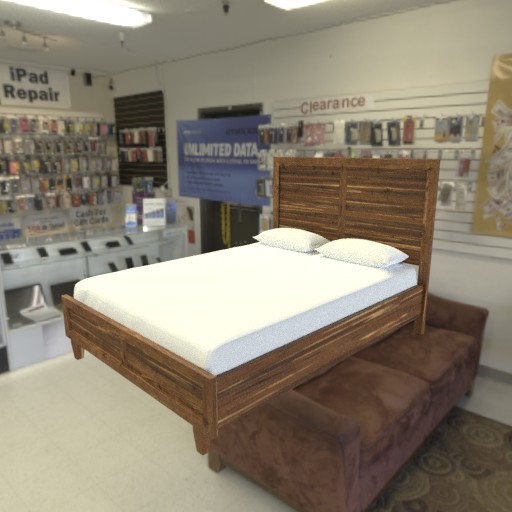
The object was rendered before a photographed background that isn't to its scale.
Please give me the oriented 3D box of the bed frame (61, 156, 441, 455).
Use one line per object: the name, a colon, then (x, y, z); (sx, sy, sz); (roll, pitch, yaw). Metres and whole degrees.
bed frame: (0.000, 0.000, 3.337); (2.276, 1.417, 1.696); (-13, 19, -43)
